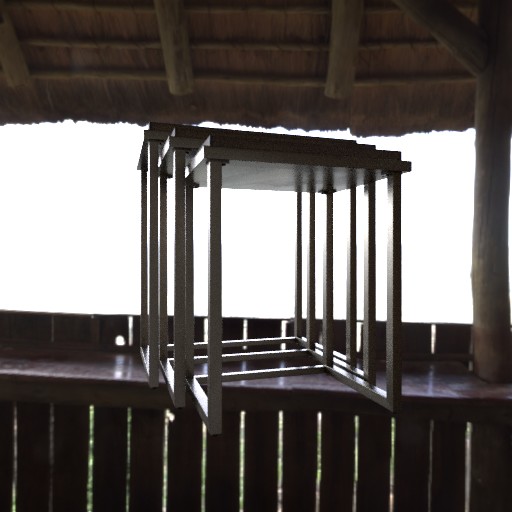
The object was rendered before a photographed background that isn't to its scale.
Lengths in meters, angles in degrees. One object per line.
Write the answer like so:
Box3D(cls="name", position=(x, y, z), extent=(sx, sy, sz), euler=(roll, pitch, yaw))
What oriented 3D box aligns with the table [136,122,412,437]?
Box3D(cls="table", position=(0.000, 0.000, 1.123), extent=(0.559, 0.610, 0.706), euler=(0, 0, -18))
